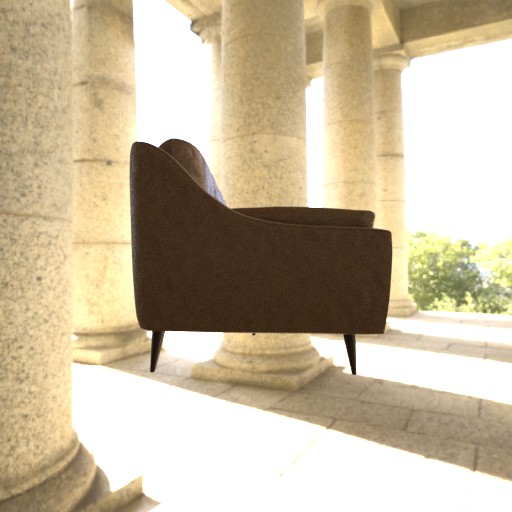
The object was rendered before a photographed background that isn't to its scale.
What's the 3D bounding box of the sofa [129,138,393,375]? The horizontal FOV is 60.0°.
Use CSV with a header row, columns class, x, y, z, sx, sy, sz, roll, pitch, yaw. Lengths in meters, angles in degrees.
class,x,y,z,sx,sy,sz,roll,pitch,yaw
sofa,0.000,0.000,2.341,0.904,0.839,1.902,0,0,-1
